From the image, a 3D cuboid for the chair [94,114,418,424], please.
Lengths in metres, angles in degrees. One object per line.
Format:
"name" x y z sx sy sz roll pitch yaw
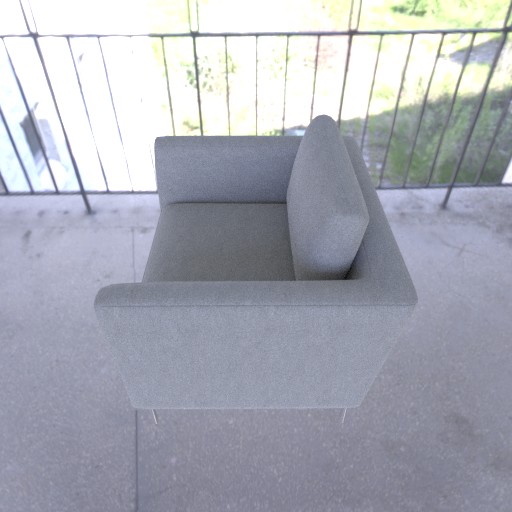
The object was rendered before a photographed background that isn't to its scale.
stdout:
"chair" 0.000 0.000 1.721 0.889 0.864 1.041 0 40 0
